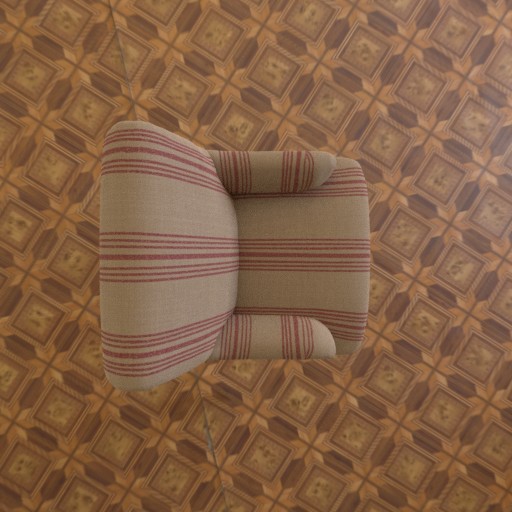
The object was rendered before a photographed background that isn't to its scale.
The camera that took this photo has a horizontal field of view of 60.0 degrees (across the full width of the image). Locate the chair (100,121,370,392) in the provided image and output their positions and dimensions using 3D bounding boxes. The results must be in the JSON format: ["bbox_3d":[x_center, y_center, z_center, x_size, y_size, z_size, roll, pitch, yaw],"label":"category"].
[{"bbox_3d":[0.000,0.000,1.938,1.058,1.123,0.933,0,90,-1],"label":"chair"}]
